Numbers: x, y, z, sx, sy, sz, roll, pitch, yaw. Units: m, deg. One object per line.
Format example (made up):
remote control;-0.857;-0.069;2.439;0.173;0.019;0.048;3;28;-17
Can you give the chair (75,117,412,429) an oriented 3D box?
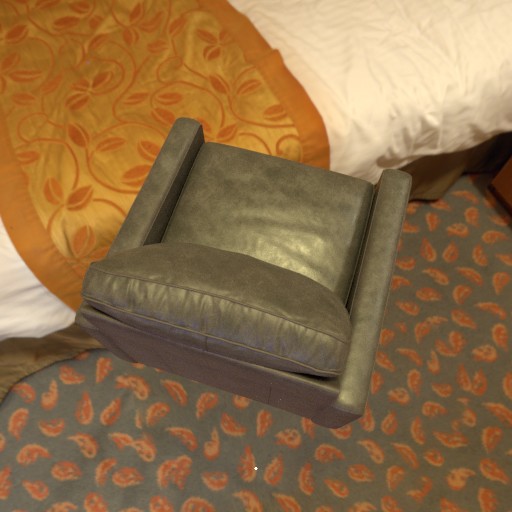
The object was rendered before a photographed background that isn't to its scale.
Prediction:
chair;0.000;0.000;1.688;1.006;0.916;0.939;16;65;8
